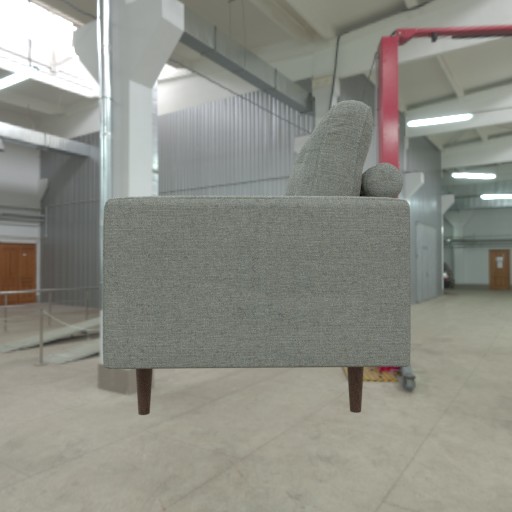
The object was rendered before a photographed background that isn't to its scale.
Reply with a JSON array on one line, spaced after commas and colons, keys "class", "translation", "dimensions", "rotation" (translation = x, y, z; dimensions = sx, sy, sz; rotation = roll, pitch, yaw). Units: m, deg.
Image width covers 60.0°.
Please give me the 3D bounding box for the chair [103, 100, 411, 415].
[{"class": "chair", "translation": [0.000, 0.000, 1.519], "dimensions": [0.843, 0.880, 0.821], "rotation": [0, -1, -2]}]
